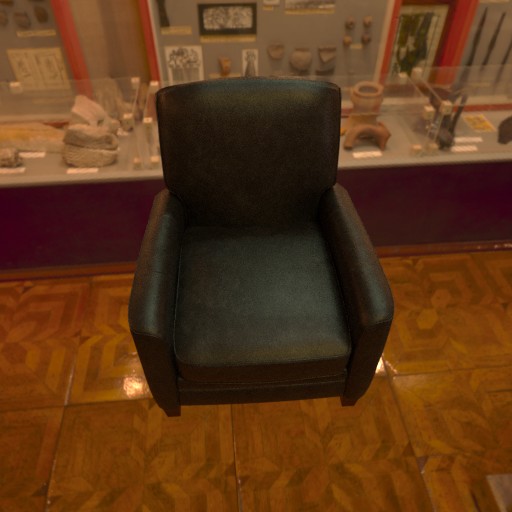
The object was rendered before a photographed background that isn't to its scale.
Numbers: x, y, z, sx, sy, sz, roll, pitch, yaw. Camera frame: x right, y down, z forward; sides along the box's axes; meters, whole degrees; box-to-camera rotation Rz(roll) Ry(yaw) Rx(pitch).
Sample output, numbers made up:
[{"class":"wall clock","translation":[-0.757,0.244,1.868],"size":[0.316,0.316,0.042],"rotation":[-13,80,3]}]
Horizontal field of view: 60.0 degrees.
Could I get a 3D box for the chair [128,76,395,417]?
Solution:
[{"class":"chair","translation":[0.000,0.000,1.662],"size":[0.848,1.014,0.864],"rotation":[-3,46,-3]}]
